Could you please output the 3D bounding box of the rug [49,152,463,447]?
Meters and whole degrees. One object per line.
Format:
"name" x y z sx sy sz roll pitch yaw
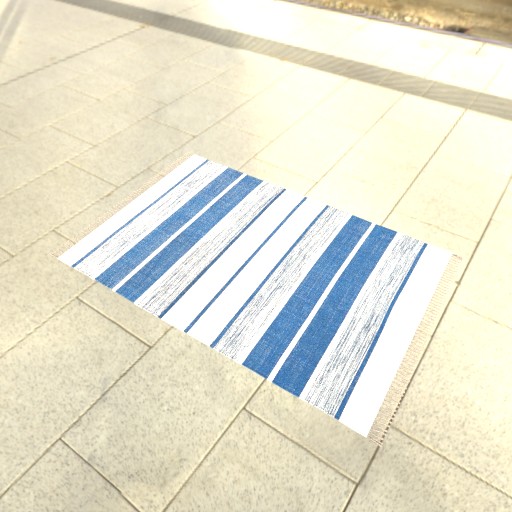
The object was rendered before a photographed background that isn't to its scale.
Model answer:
"rug" 0.000 0.000 3.078 2.441 0.010 1.532 25 51 22
